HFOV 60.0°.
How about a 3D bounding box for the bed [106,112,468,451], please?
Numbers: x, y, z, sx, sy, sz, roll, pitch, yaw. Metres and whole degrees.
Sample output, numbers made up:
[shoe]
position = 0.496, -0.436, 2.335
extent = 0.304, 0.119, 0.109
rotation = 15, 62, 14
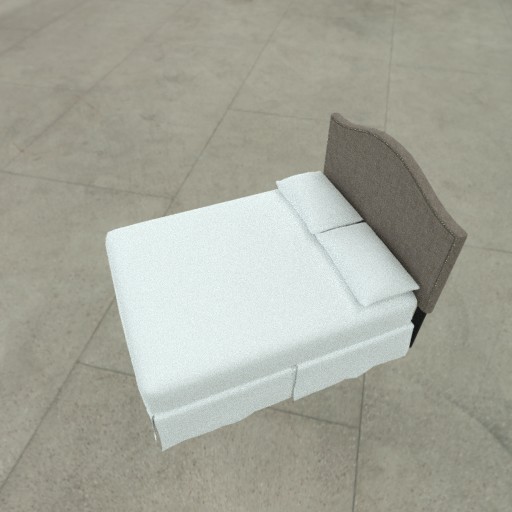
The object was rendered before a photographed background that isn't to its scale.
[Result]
[bed]
position = 0.000, 0.000, 3.353
extent = 2.153, 1.518, 1.713
rotation = -16, 48, -15
